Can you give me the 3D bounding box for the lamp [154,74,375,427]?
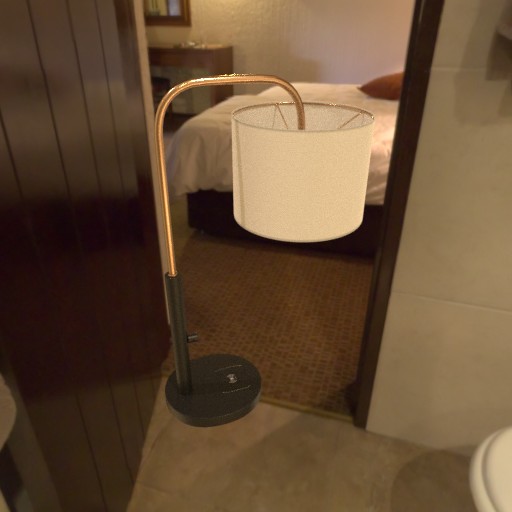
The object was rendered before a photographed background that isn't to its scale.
[{"bbox_3d":[0.000,0.000,0.706,0.337,0.540,0.199,-10,30,-17],"label":"lamp"}]
